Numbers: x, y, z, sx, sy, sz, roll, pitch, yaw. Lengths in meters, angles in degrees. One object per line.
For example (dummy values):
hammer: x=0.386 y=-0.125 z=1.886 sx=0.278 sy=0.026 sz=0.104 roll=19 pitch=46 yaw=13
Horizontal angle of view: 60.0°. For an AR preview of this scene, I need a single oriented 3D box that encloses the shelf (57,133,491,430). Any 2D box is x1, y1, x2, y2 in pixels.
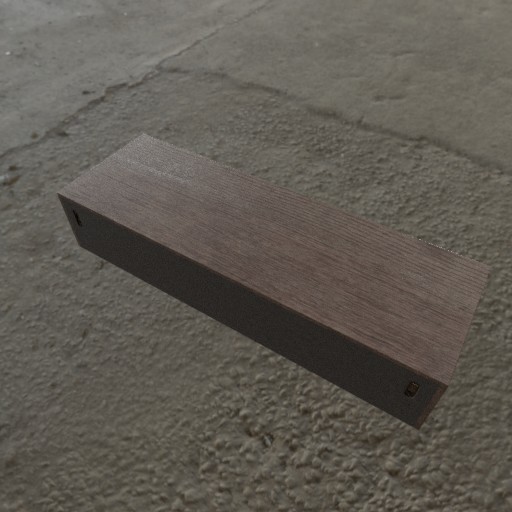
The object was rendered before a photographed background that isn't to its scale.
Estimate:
shelf: x=0.000 y=0.000 z=0.685 sx=0.610 sy=0.125 sz=0.200 roll=25 pitch=52 yaw=21
